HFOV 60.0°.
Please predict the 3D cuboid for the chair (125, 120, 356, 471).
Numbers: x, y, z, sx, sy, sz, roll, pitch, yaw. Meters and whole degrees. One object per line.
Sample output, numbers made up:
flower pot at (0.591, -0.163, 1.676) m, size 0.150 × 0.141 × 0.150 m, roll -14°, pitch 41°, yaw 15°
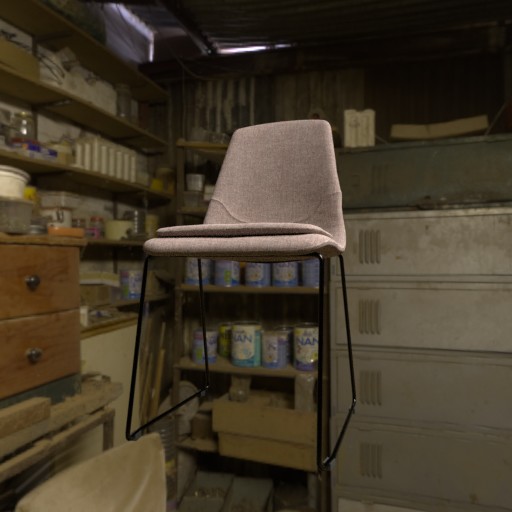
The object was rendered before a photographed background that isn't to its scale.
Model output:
chair at (0.000, 0.000, 1.166) m, size 0.479 × 0.858 × 0.518 m, roll 0°, pitch -1°, yaw 19°
